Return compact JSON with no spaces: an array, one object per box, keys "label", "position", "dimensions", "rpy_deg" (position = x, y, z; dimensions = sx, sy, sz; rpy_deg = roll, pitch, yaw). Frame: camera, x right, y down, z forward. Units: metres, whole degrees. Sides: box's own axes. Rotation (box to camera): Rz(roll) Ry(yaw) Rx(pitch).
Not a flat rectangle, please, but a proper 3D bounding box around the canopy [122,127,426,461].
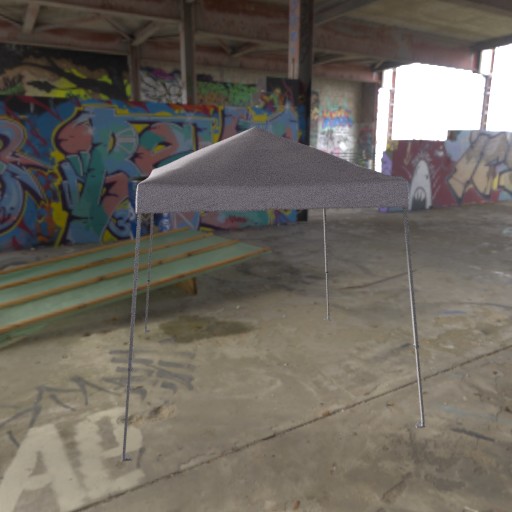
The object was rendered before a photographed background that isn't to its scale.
[{"label":"canopy","position":[0.000,0.000,5.089],"dimensions":[2.850,2.850,2.849],"rpy_deg":[-2,14,-10]}]
